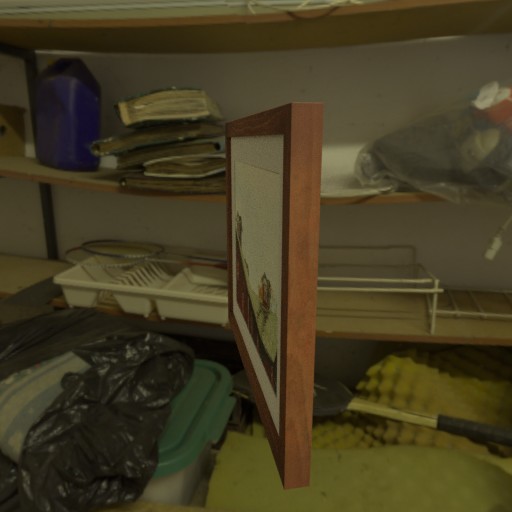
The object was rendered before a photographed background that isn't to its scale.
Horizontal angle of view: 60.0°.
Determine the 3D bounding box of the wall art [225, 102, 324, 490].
[{"bbox_3d":[0.000,0.000,0.762,0.033,0.457,0.558,-3,15,-10],"label":"wall art"}]
